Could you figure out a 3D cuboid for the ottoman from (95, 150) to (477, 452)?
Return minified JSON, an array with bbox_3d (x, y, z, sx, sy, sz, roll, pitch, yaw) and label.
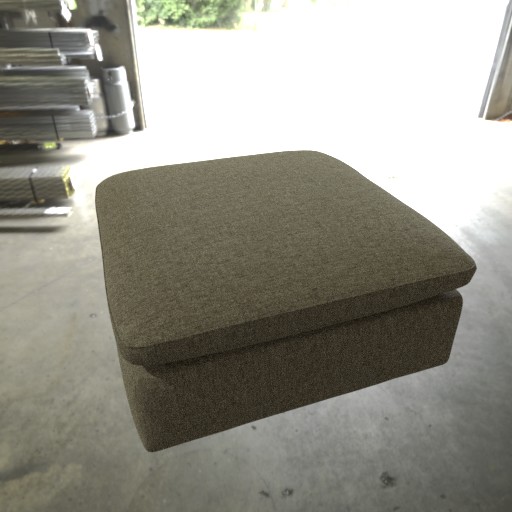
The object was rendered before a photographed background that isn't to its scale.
[{"bbox_3d":[0.000,0.000,1.587,1.035,0.526,1.039,-11,33,-17],"label":"ottoman"}]
